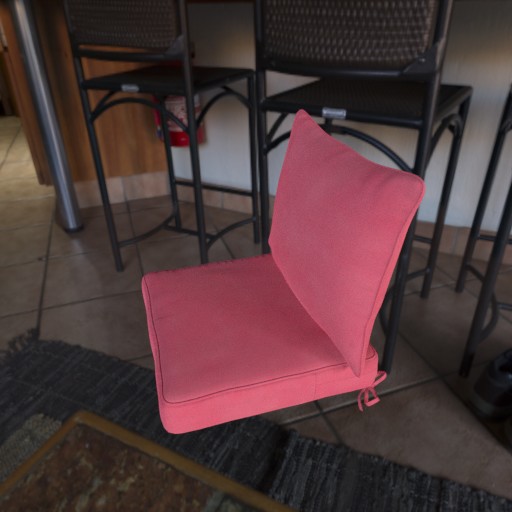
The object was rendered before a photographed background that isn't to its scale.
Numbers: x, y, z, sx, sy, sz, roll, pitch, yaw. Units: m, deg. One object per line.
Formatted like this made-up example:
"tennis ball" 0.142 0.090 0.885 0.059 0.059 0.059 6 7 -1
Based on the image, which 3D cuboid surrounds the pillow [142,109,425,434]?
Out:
"pillow" 0.000 0.000 1.415 0.733 0.725 0.798 -9 32 -14
